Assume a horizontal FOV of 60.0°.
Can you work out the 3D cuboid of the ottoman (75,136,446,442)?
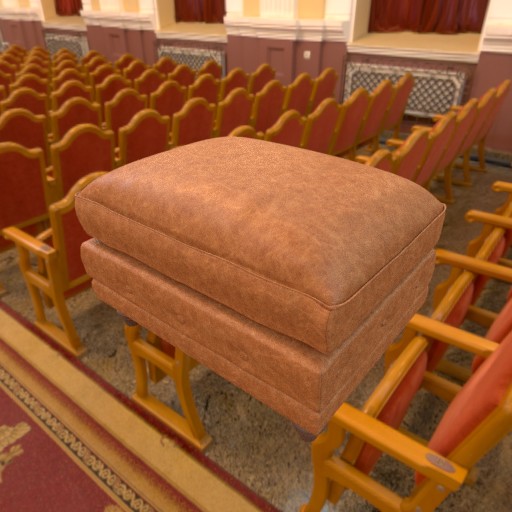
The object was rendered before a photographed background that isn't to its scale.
[{"bbox_3d":[0.000,0.000,1.085,0.710,0.480,0.533,22,37,33],"label":"ottoman"}]
